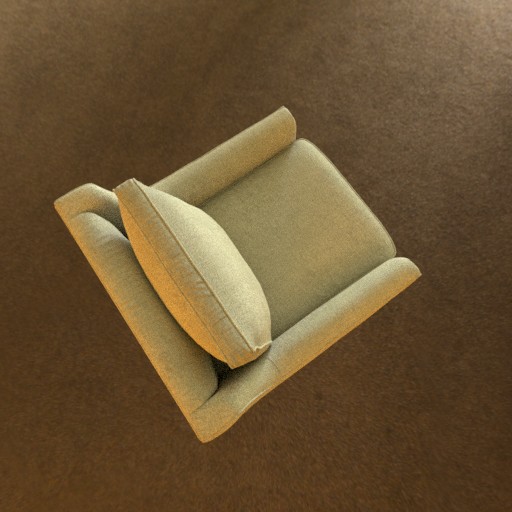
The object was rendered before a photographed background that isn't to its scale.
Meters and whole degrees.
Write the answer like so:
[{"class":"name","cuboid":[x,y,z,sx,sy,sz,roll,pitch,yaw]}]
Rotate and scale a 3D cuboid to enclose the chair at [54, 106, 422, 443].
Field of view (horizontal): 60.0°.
[{"class":"chair","cuboid":[0.000,0.000,1.626,0.918,0.864,0.838,-34,78,-9]}]
